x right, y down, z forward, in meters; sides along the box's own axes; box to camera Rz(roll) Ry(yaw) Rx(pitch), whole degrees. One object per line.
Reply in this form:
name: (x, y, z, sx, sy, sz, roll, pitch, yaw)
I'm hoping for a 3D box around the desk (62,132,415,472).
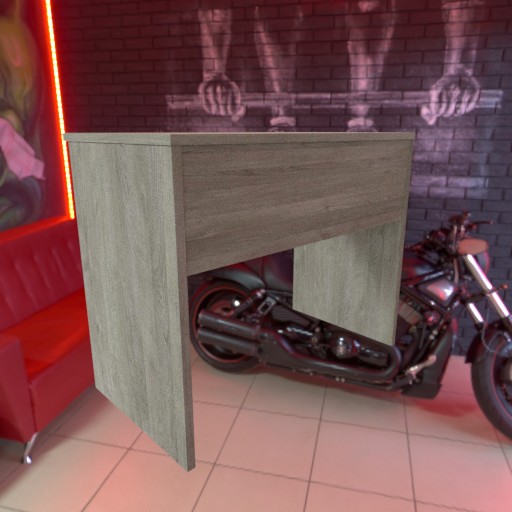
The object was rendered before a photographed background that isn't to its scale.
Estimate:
desk: (0.000, 0.000, 1.353, 0.893, 0.724, 0.498, -15, 21, -42)
